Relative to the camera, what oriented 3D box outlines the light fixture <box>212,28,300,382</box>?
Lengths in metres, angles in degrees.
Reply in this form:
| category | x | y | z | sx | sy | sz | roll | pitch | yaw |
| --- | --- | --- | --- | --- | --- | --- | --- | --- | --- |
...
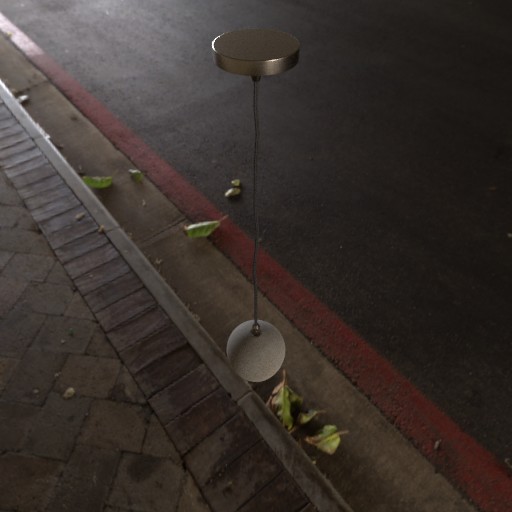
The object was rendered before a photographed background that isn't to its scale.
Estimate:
| category | x | y | z | sx | sy | sz | roll | pitch | yaw |
| --- | --- | --- | --- | --- | --- | --- | --- | --- | --- |
| light fixture | 0.000 | 0.000 | 0.832 | 0.139 | 0.764 | 0.139 | -3 | 45 | -3 |
